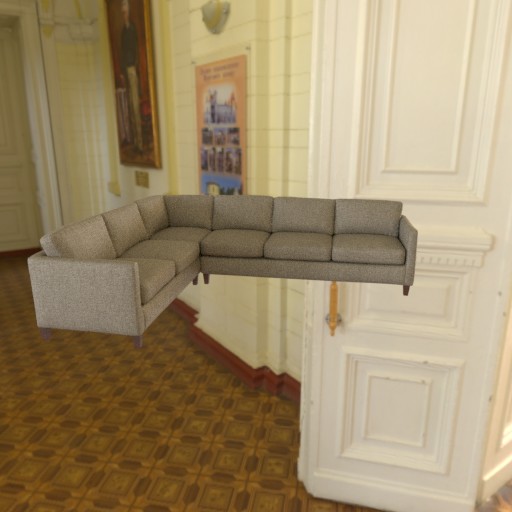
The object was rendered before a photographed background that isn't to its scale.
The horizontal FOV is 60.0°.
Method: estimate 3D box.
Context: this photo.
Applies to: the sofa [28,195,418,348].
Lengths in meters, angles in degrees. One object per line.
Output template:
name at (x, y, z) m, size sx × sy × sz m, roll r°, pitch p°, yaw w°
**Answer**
sofa at (0.000, 0.000, 4.518) m, size 3.302 × 0.947 × 2.593 m, roll 3°, pitch 16°, yaw 9°
